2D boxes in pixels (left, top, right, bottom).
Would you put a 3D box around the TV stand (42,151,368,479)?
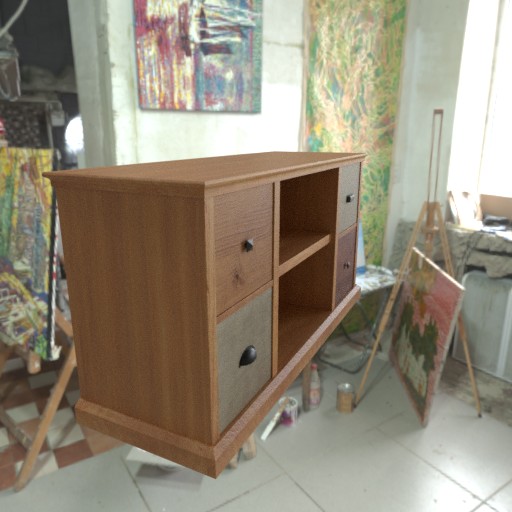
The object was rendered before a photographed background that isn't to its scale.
[{"bbox_3d":[0.000,0.000,1.429,0.417,0.607,1.181,8,17,26],"label":"TV stand"}]
